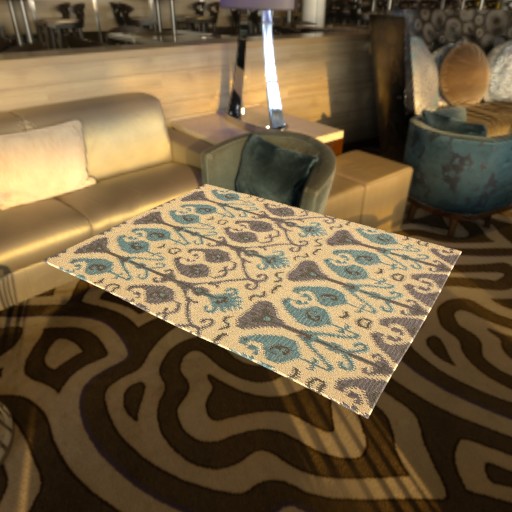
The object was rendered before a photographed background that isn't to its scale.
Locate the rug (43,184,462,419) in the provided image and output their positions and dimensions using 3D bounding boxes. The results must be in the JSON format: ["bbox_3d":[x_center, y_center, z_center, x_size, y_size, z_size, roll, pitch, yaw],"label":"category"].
[{"bbox_3d":[0.000,0.000,2.964,2.261,0.013,1.676,19,35,29],"label":"rug"}]
